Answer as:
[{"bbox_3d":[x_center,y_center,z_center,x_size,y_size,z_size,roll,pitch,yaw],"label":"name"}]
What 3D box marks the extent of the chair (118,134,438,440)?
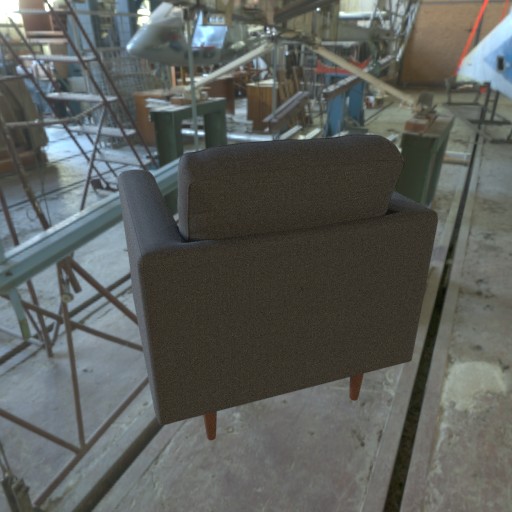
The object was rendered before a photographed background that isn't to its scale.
[{"bbox_3d":[0.000,0.000,1.565,0.854,0.927,0.800,-9,28,-17],"label":"chair"}]
